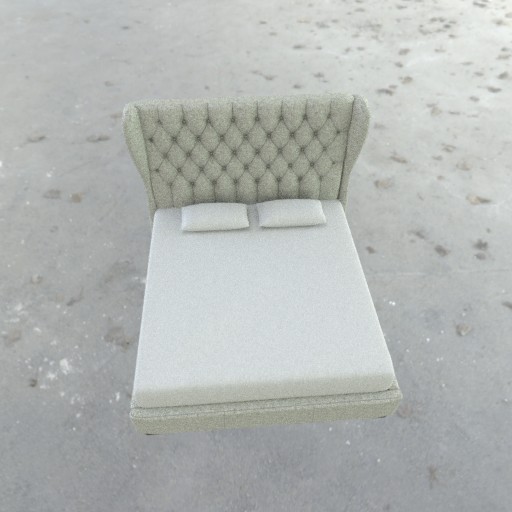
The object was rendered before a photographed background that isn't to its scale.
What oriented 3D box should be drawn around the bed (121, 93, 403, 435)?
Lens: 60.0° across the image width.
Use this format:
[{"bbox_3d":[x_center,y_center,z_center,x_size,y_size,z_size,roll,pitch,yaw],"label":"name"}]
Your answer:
[{"bbox_3d":[0.000,0.000,3.844,2.219,1.771,2.347,-3,47,-3],"label":"bed"}]
